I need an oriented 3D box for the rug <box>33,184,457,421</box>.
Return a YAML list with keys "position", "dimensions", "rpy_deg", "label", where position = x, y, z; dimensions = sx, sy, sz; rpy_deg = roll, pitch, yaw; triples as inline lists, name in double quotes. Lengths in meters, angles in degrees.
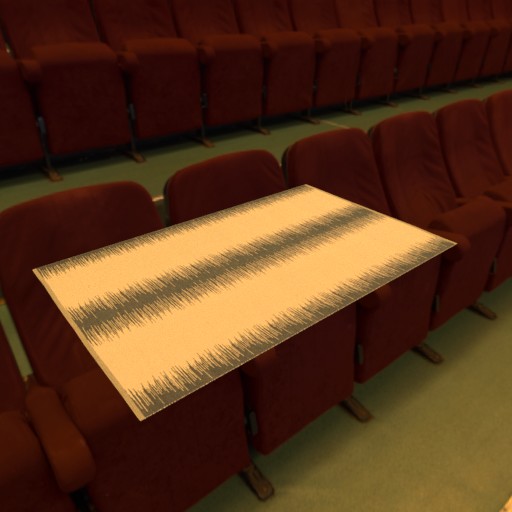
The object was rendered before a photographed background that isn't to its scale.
- position: [0.000, 0.000, 2.983]
  dimensions: [2.453, 0.003, 1.519]
  rpy_deg: [-22, 36, -33]
  label: "rug"
